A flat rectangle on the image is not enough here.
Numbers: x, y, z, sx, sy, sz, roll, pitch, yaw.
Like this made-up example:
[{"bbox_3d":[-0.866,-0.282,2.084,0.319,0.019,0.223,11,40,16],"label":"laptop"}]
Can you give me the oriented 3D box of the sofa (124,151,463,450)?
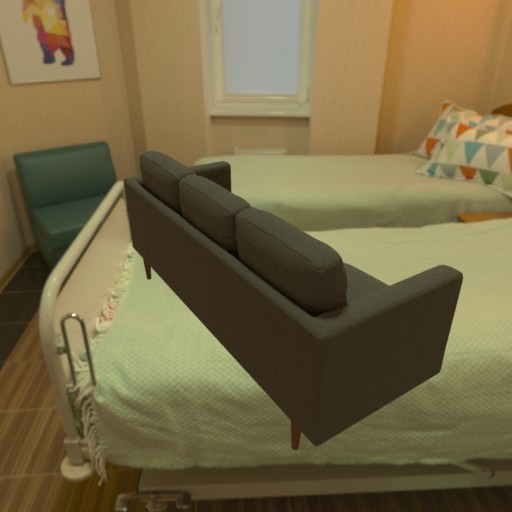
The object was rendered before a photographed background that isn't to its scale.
[{"bbox_3d":[0.000,0.000,2.504,0.802,0.912,2.029,-17,32,-29],"label":"sofa"}]
